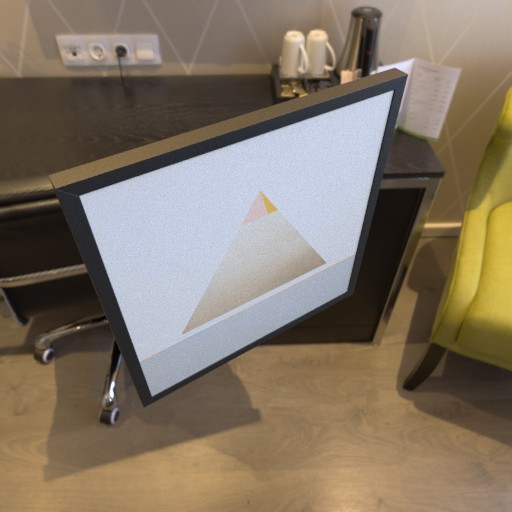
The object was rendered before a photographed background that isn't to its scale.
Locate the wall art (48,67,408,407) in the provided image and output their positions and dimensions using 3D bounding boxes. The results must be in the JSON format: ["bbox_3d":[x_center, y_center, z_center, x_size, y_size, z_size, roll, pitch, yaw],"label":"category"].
[{"bbox_3d":[0.000,0.000,1.123,0.769,0.766,0.042,-24,51,-22],"label":"wall art"}]
